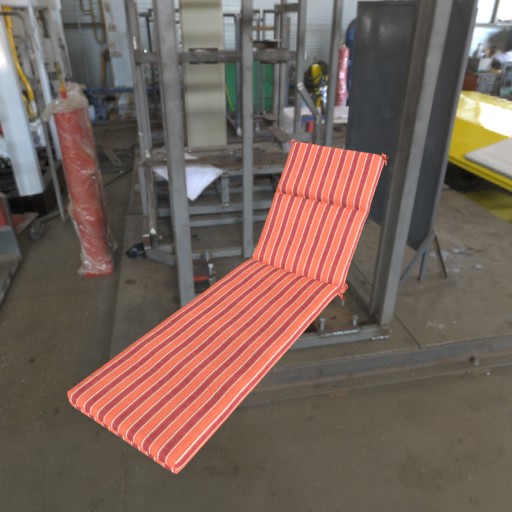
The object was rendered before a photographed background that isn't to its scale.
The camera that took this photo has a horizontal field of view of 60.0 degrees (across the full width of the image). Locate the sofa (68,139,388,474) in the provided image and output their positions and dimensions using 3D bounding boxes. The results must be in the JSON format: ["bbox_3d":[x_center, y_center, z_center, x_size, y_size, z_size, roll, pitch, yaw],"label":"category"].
[{"bbox_3d":[0.000,0.000,1.919,0.582,0.622,1.663,18,33,29],"label":"sofa"}]
